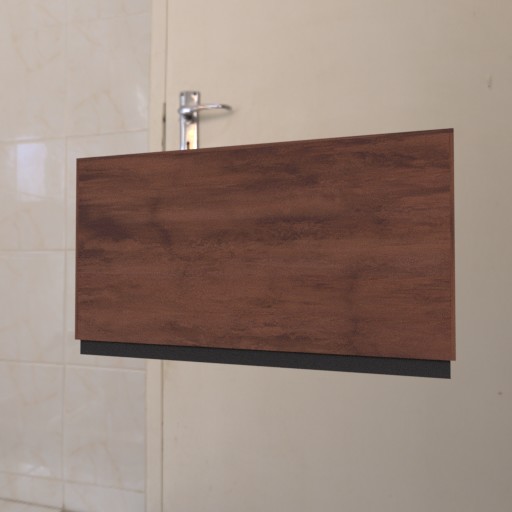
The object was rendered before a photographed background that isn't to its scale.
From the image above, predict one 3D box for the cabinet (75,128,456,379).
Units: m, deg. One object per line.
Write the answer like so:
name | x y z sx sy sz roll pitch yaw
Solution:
cabinet | 0.000 0.000 2.006 1.600 0.900 0.420 0 -1 16
